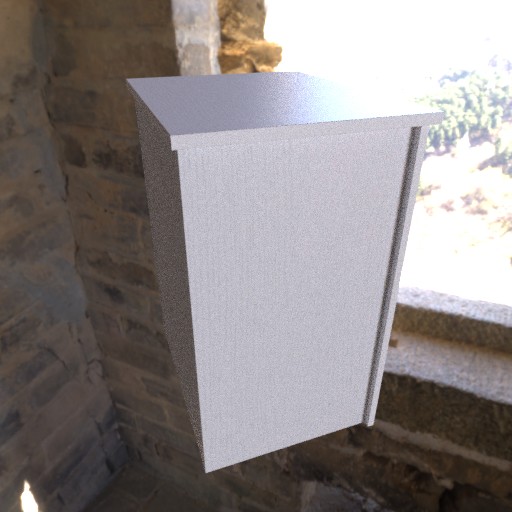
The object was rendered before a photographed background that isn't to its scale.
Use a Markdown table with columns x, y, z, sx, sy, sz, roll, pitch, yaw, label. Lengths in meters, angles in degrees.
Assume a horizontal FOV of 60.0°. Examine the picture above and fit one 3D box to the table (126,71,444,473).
| x | y | z | sx | sy | sz | roll | pitch | yaw | label |
| --- | --- | --- | --- | --- | --- | --- | --- | --- | --- |
| 0.000 | 0.000 | 0.904 | 0.381 | 0.635 | 0.480 | -10 | 31 | -17 | table |
